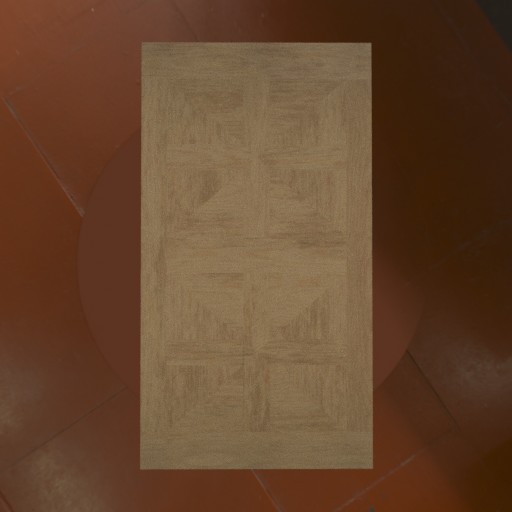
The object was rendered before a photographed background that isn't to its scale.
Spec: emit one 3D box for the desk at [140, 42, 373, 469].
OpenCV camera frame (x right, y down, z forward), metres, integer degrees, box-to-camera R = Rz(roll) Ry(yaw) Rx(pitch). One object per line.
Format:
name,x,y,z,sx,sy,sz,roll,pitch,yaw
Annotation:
desk,0.000,0.000,1.938,0.813,0.762,1.499,0,89,0
